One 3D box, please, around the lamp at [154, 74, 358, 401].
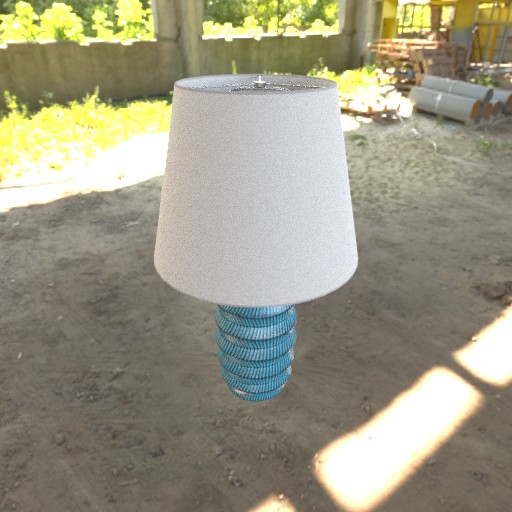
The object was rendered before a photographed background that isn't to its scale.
[{"bbox_3d":[0.000,0.000,0.790,0.355,0.582,0.355,0,27,0],"label":"lamp"}]
